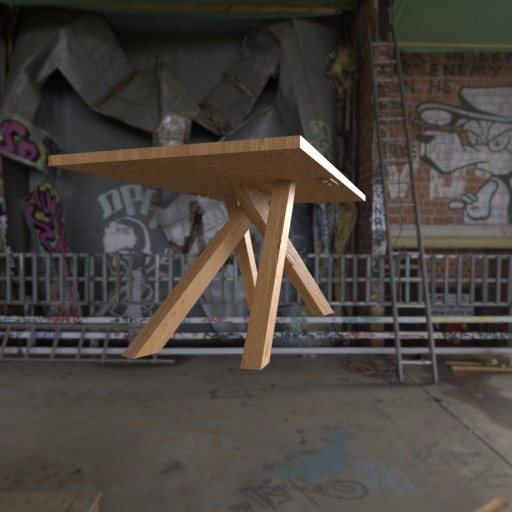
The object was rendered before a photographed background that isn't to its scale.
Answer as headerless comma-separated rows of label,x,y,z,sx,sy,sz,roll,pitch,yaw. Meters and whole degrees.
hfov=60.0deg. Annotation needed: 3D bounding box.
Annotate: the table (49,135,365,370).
table,0.000,0.000,2.255,0.901,0.750,1.797,1,2,19
